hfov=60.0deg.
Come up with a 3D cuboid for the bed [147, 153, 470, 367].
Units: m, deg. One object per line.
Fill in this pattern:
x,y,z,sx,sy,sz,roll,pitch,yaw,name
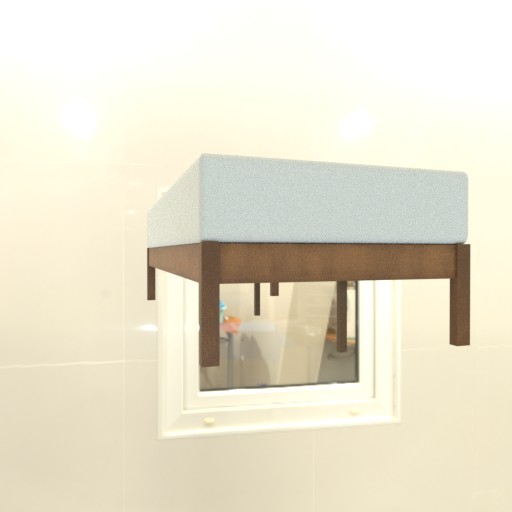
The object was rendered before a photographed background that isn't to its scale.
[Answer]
0.000,0.000,2.308,0.961,0.616,1.902,0,1,-18,bed
